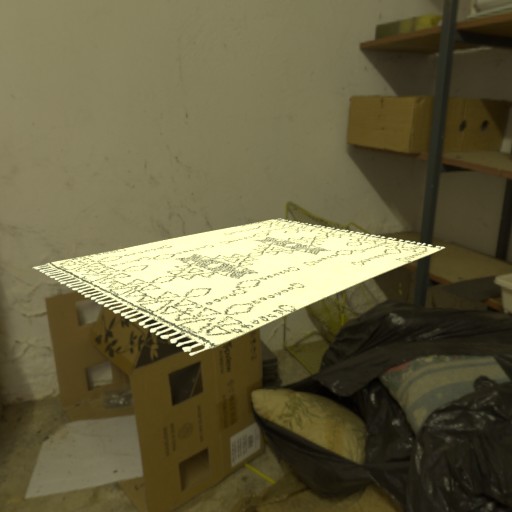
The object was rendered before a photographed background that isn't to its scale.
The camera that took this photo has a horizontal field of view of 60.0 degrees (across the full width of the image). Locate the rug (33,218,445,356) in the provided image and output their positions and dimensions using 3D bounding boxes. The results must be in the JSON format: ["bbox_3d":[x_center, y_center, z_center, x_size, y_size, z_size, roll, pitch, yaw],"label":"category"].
[{"bbox_3d":[0.000,0.000,3.887,2.125,0.028,3.027,15,21,43],"label":"rug"}]
